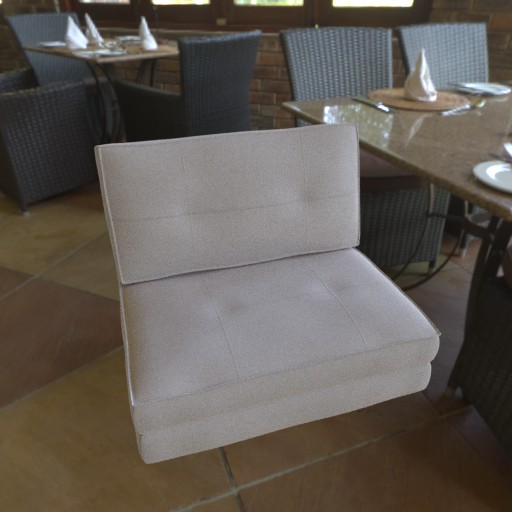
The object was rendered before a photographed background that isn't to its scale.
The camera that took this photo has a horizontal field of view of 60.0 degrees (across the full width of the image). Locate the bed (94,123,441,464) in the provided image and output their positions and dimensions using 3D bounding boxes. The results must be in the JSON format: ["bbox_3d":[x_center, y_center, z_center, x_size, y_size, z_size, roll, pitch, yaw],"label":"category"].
[{"bbox_3d":[0.000,0.000,1.272,0.799,0.614,0.749,-9,32,-15],"label":"bed"}]
